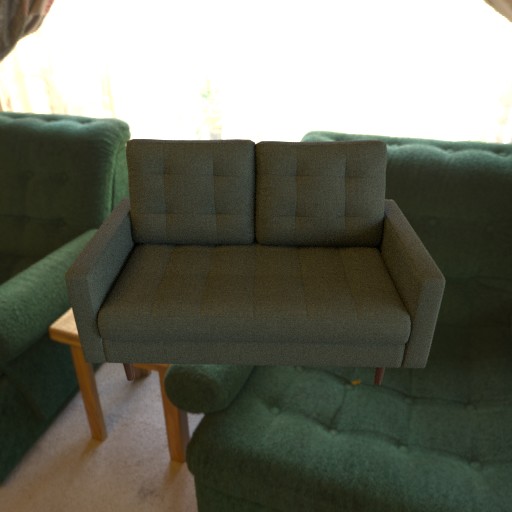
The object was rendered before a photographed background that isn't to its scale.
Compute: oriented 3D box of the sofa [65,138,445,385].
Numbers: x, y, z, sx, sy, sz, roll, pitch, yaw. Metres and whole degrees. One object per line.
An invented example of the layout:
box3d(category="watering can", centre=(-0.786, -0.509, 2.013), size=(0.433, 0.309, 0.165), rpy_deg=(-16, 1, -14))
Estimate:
box3d(category="sofa", centre=(0.000, 0.000, 2.000), size=(1.407, 0.907, 0.842), rpy_deg=(1, 29, 1))
